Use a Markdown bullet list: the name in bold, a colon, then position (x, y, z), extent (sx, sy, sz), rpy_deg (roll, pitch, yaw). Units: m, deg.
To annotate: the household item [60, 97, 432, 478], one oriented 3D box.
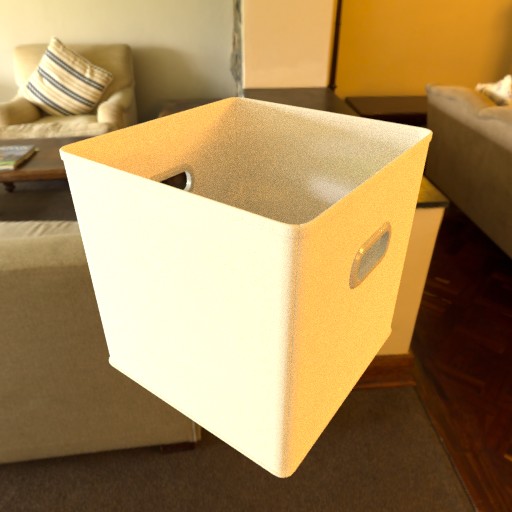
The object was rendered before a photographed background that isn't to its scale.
- **household item**: position (0.000, 0.000, 0.569), extent (0.305, 0.305, 0.305), rpy_deg (21, 38, 30)
